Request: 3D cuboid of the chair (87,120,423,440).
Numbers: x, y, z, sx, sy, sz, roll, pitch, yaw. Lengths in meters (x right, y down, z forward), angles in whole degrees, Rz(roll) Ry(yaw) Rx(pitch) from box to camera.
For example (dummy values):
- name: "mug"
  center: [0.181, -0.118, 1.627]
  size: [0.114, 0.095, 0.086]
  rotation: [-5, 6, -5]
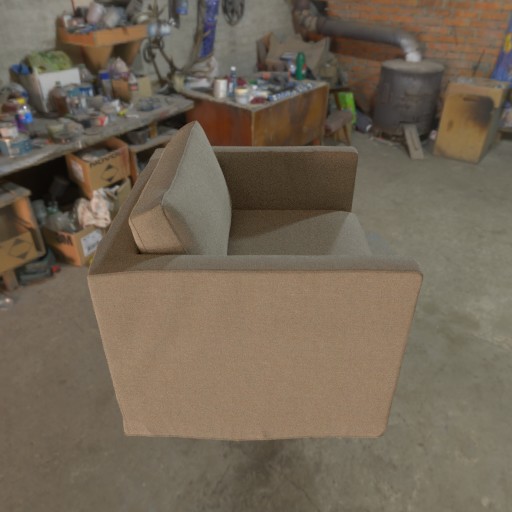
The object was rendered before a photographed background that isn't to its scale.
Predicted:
- name: "chair"
  center: [0.000, 0.000, 1.760]
  size: [0.949, 0.863, 1.057]
  rotation: [0, 33, 0]
